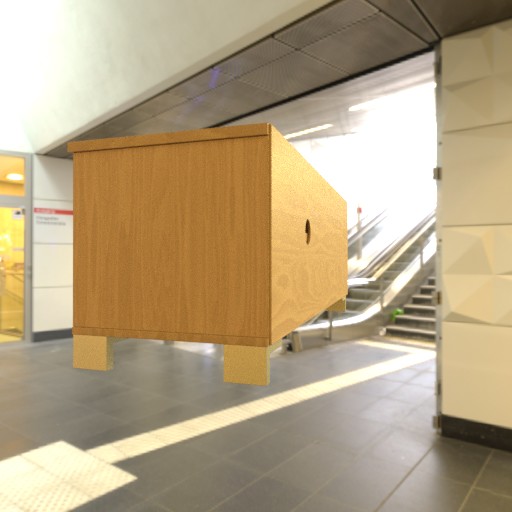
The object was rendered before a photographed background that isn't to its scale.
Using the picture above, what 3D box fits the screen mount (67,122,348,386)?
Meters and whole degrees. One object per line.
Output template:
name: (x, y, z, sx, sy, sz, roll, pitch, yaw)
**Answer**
screen mount: (0.000, 0.000, 1.299, 0.406, 0.432, 1.084, 0, 0, 18)
